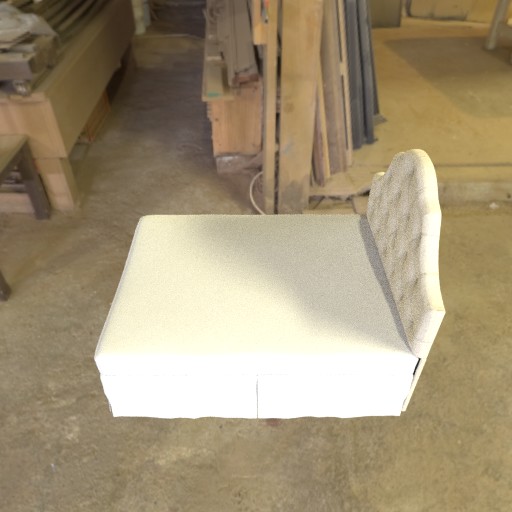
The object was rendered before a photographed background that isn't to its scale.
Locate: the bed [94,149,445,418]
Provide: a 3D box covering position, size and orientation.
[{"bbox_3d":[0.000,0.000,3.175,2.092,1.575,1.627,0,41,0],"label":"bed"}]
